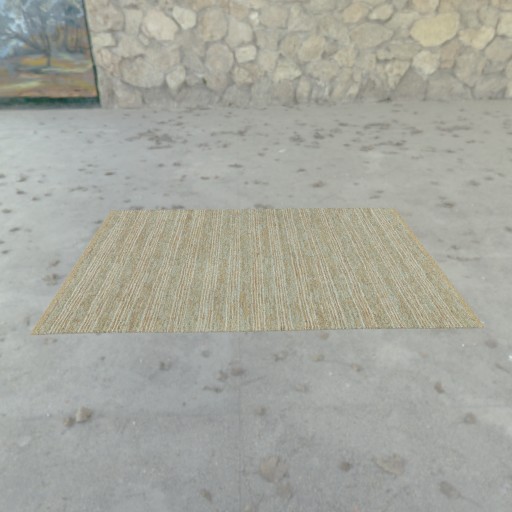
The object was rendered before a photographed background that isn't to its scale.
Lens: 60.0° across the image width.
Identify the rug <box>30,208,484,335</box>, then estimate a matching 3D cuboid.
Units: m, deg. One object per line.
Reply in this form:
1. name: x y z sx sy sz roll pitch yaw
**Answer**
1. rug: 0.000 0.000 2.318 1.824 0.010 1.240 -1 29 -1
